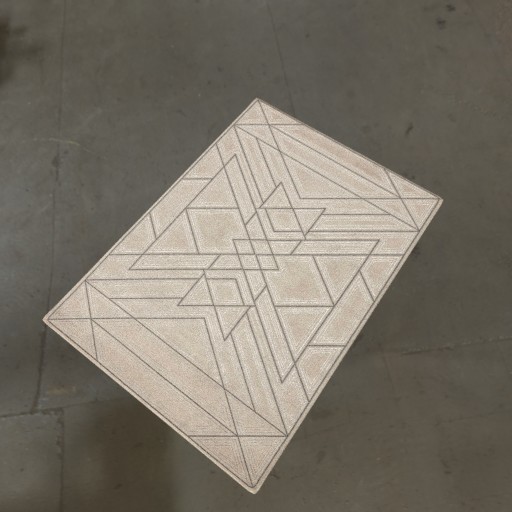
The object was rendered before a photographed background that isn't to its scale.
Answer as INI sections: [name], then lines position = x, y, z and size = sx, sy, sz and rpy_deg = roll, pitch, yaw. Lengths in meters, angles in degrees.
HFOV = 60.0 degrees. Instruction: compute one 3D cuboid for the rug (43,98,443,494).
[rug]
position = 0.000, 0.000, 4.367
size = 2.436, 0.026, 3.381
rpy_deg = 33, 69, 15
